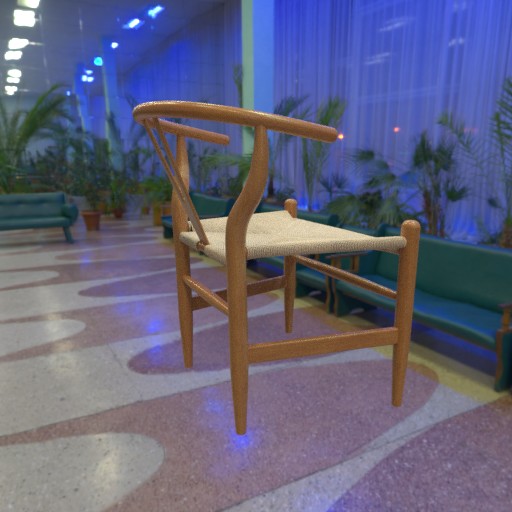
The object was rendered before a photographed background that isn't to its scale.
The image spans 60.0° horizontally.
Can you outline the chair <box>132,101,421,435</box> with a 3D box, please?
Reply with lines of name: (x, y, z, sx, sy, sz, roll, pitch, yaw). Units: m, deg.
chair: (0.000, 0.000, 1.158, 0.579, 0.730, 0.569, -7, 15, -27)
